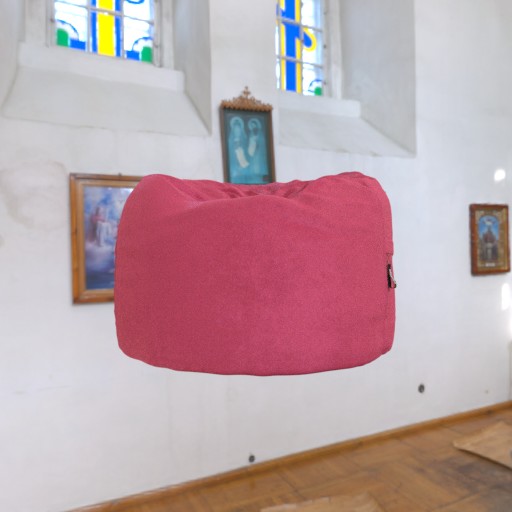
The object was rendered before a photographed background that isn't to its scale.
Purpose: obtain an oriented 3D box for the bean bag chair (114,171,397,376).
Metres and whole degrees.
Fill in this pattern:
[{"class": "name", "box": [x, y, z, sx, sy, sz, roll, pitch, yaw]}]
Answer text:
[{"class": "bean bag chair", "box": [0.000, 0.000, 1.988, 1.218, 0.788, 1.218, 0, -1, 0]}]
